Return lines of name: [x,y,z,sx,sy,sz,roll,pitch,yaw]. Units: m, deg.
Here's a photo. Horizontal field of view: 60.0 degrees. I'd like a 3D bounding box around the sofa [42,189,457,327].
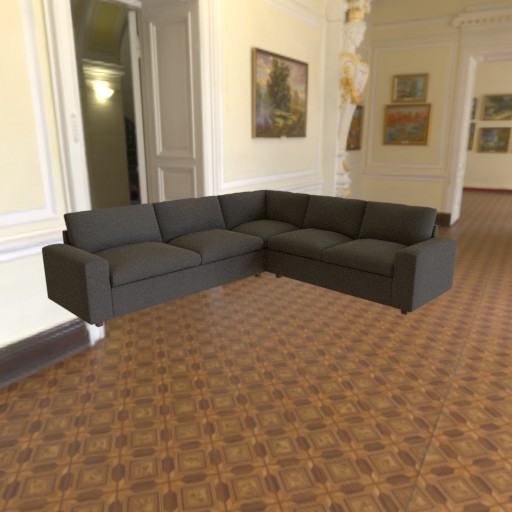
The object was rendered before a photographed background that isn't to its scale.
sofa: [0.000,0.000,4.669,2.895,0.965,3.277,14,21,43]
